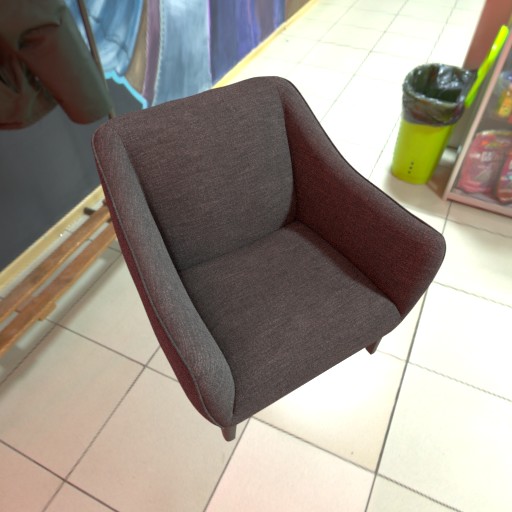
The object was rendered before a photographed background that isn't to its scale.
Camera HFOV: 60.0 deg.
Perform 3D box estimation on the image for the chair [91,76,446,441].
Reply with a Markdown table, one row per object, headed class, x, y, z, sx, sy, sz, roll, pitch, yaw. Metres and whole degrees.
| class | x | y | z | sx | sy | sz | roll | pitch | yaw |
| --- | --- | --- | --- | --- | --- | --- | --- | --- | --- |
| chair | 0.000 | 0.000 | 1.533 | 0.870 | 0.829 | 0.851 | -24 | 52 | -21 |
